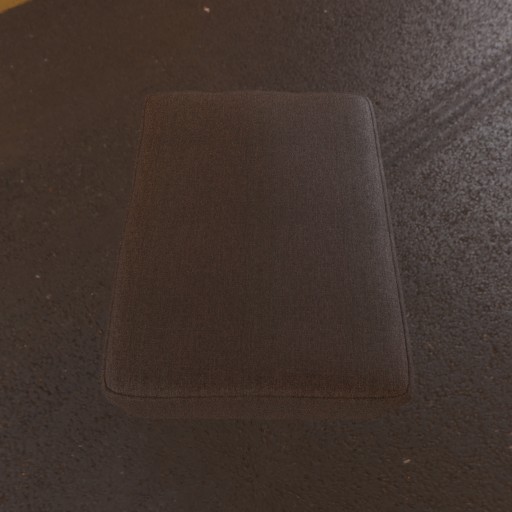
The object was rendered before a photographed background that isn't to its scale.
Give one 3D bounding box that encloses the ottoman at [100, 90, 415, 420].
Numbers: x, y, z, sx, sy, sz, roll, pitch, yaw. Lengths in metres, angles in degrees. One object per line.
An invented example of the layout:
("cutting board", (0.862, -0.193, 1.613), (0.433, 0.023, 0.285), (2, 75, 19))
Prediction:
("ottoman", (0.000, 0.000, 1.194), (0.639, 0.496, 0.826), (0, 63, 0))
